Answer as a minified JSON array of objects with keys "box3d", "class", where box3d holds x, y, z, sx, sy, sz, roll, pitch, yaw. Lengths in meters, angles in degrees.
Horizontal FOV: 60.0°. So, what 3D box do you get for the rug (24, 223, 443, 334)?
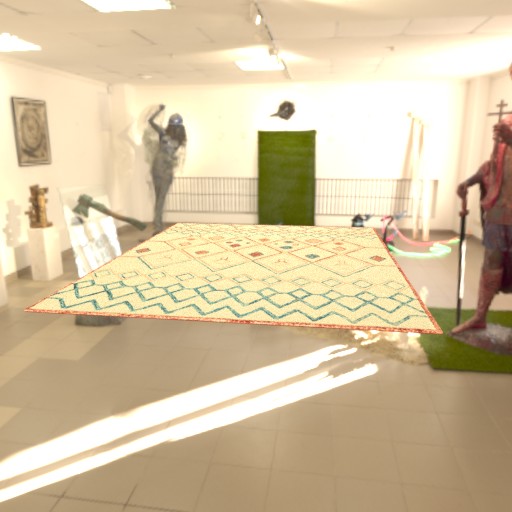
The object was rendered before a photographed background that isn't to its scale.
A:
[{"box3d":[0.000,0.000,3.995,2.441,0.016,3.050,2,14,8],"class":"rug"}]
